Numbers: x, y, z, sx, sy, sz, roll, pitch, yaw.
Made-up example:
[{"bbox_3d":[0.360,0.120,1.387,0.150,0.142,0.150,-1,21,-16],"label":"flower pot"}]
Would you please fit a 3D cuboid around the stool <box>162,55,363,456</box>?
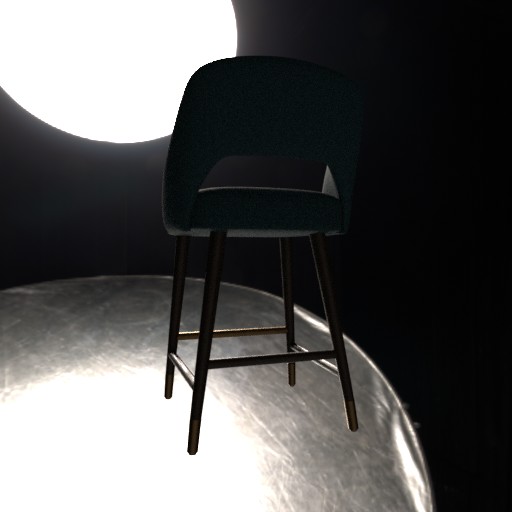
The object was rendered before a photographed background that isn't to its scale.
[{"bbox_3d":[0.000,0.000,1.279,0.536,0.939,0.522,0,1,-19],"label":"stool"}]
